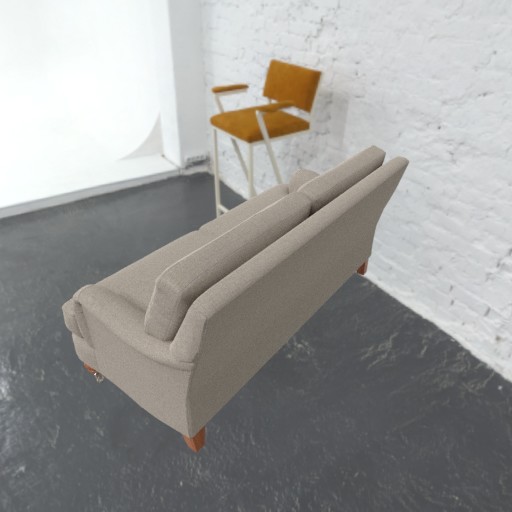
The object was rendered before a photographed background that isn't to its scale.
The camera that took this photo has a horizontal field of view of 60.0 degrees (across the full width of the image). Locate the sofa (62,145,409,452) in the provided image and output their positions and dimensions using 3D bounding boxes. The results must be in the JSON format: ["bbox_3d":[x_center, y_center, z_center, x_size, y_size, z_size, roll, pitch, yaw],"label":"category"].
[{"bbox_3d":[0.000,0.000,2.813,1.087,1.054,2.160,21,37,30],"label":"sofa"}]
